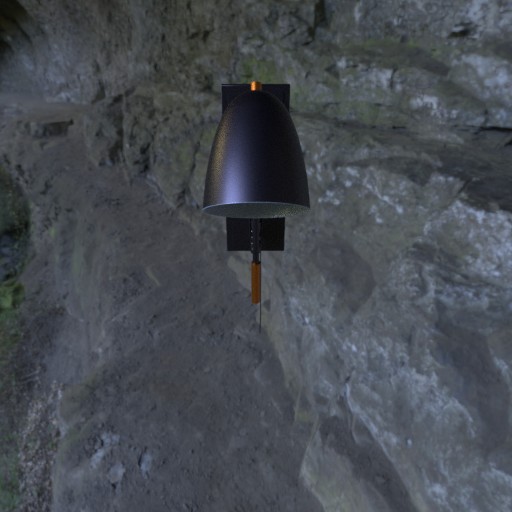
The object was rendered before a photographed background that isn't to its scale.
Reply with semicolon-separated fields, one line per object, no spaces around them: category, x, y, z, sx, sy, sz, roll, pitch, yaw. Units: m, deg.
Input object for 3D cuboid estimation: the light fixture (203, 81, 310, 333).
light fixture;0.000;0.000;0.924;0.162;0.715;0.499;0;31;0
